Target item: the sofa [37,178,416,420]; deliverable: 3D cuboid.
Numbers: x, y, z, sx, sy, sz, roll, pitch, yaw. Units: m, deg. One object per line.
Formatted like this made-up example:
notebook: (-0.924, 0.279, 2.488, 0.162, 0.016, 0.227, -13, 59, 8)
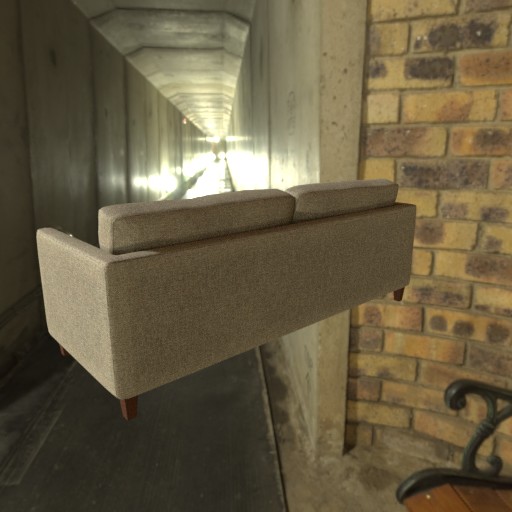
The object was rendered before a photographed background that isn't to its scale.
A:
sofa: (0.000, 0.000, 2.921, 2.434, 0.951, 0.948, -13, 20, -40)
